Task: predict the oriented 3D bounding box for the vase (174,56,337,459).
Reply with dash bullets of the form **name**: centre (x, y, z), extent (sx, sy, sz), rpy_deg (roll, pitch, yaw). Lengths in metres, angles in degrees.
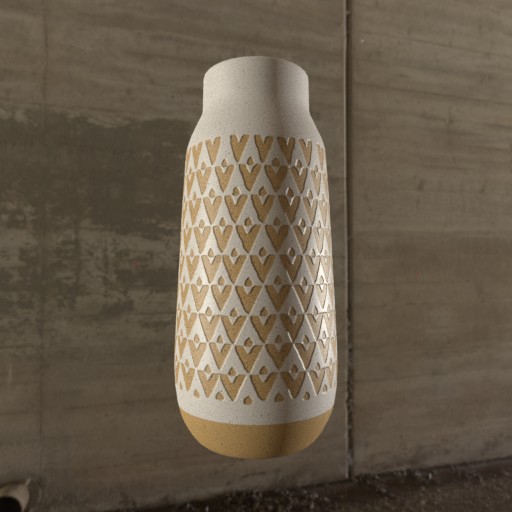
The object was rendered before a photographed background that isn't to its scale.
- **vase**: centre (0.000, 0.000, 0.382), extent (0.137, 0.307, 0.137), rpy_deg (0, -1, 0)
